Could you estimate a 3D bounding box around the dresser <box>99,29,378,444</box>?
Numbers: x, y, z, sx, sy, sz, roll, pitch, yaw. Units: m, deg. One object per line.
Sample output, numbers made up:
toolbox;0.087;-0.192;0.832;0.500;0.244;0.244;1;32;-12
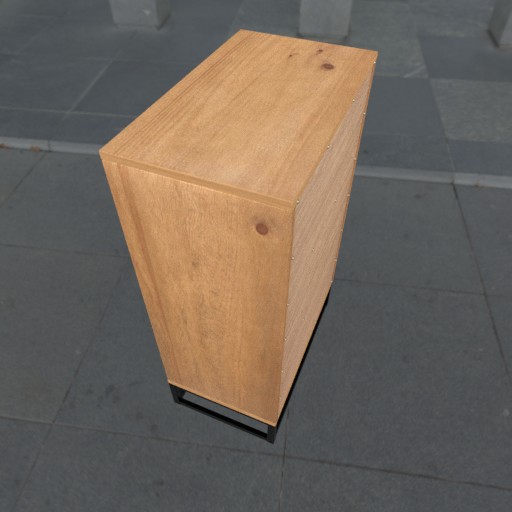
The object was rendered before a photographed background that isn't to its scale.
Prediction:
dresser;0.000;0.000;1.600;0.479;1.240;0.761;17;49;15
